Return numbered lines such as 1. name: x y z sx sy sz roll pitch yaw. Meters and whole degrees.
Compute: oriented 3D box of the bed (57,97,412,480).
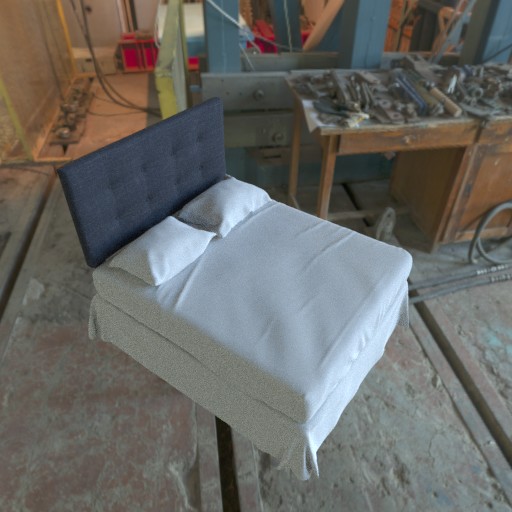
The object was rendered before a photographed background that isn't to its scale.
1. bed: 0.000 0.000 3.421 2.222 1.577 1.936 25 46 27
